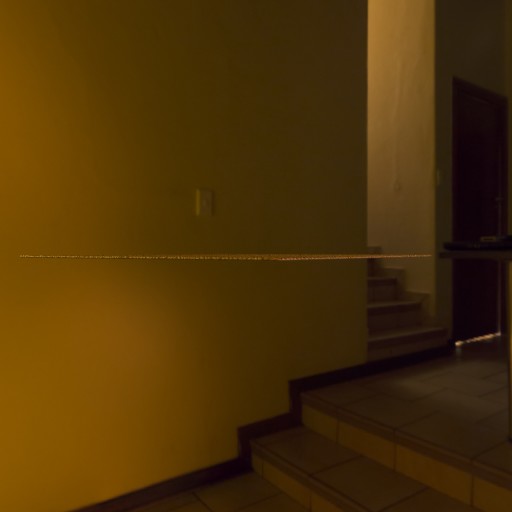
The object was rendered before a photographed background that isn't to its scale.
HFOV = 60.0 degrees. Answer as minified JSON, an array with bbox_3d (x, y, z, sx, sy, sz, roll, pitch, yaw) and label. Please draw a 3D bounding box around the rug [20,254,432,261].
[{"bbox_3d":[0.000,0.000,4.170,2.439,0.014,3.207,0,1,35],"label":"rug"}]
